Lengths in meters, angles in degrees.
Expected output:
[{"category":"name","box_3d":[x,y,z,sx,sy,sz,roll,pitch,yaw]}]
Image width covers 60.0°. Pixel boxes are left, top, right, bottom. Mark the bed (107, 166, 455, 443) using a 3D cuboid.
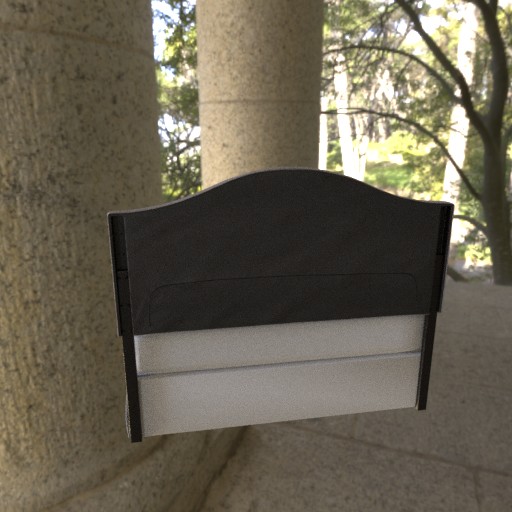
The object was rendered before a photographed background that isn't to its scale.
[{"category":"bed","box_3d":[0.000,0.000,2.956,1.610,1.295,1.870,-3,16,-10]}]
